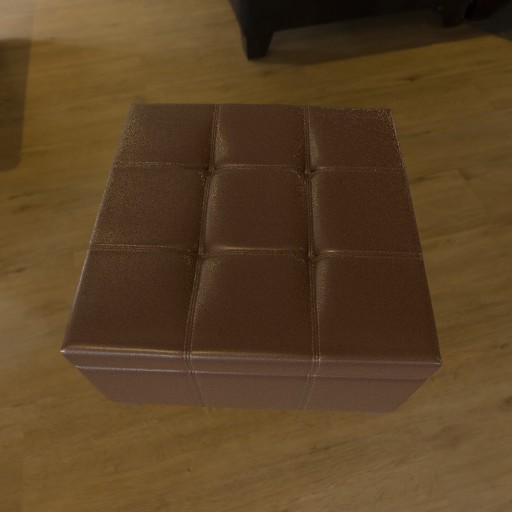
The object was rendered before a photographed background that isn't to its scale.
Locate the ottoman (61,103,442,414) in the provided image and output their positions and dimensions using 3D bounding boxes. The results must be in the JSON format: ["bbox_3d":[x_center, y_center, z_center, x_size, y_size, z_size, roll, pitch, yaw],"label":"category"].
[{"bbox_3d":[0.000,0.000,1.275,0.787,0.460,0.788,2,57,1],"label":"ottoman"}]
